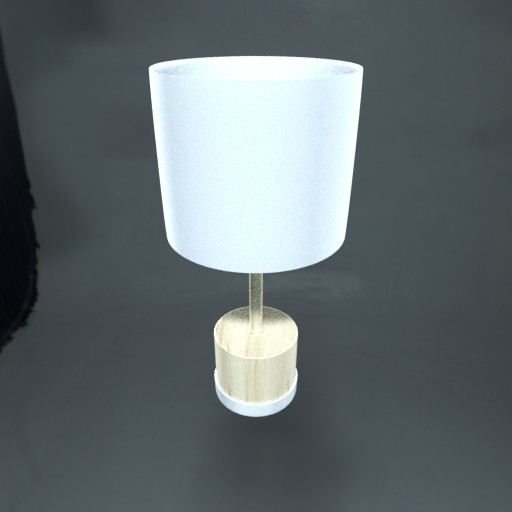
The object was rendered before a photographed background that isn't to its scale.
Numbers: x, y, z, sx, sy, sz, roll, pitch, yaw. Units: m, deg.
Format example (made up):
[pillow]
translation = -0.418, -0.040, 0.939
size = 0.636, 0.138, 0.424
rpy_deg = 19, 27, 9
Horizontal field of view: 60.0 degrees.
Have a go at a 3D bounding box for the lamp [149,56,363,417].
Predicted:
[lamp]
translation = 0.000, 0.000, 0.593
size = 0.229, 0.470, 0.229
rpy_deg = 2, 29, 3
